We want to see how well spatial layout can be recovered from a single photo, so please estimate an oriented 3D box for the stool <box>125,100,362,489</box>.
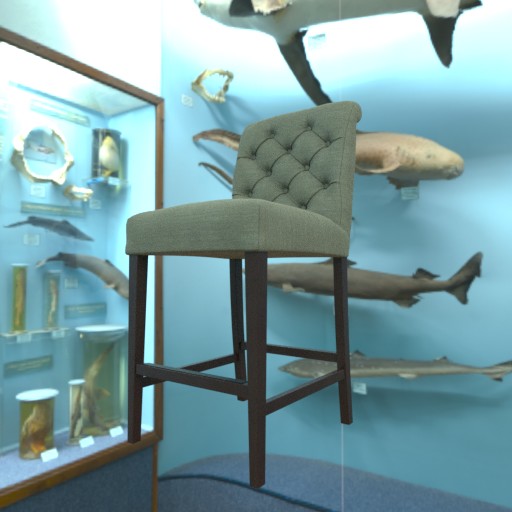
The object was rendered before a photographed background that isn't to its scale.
[{"bbox_3d":[0.000,0.000,1.413,0.486,1.084,0.660,-1,-2,36],"label":"stool"}]
